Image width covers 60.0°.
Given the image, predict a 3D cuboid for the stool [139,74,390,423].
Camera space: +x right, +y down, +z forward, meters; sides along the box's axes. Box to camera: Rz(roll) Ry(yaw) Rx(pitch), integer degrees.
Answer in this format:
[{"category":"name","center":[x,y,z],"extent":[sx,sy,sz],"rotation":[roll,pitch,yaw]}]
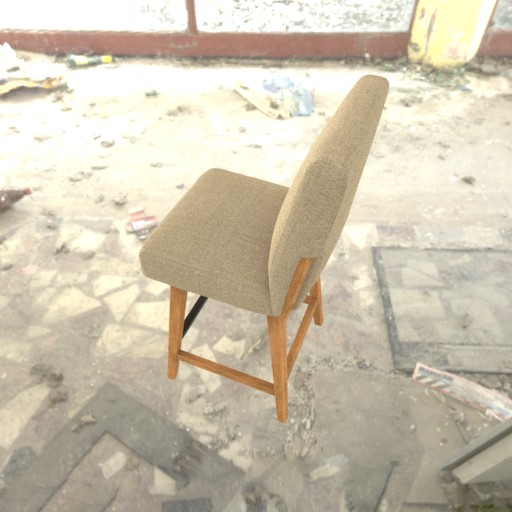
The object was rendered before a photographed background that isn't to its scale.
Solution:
[{"category":"stool","center":[0.000,0.000,1.325],"extent":[0.526,1.010,0.459],"rotation":[16,47,16]}]
